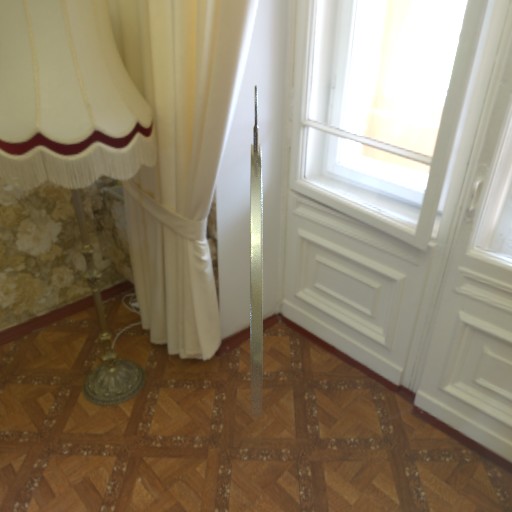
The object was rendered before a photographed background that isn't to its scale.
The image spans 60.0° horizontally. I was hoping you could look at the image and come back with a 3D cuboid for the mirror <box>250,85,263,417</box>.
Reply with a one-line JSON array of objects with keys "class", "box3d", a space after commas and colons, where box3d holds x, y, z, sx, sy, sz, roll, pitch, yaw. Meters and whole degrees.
[{"class": "mirror", "box3d": [0.000, 0.000, 0.979, 0.020, 0.713, 0.594, 0, 31, 0]}]
